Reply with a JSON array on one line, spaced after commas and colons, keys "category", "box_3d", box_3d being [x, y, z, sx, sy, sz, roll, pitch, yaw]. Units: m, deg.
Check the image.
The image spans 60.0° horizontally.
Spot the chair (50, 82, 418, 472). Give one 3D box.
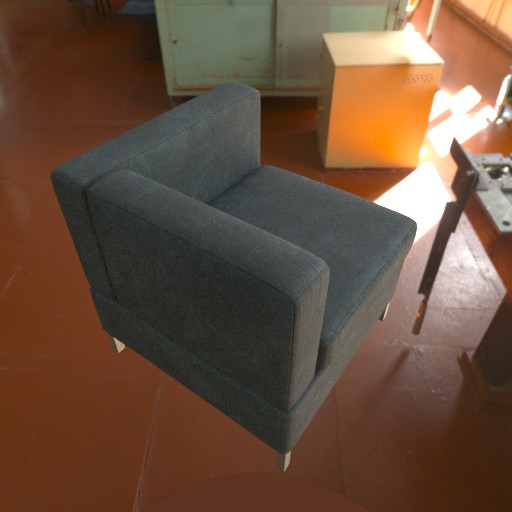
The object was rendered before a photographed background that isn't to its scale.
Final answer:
[{"category": "chair", "box_3d": [0.000, 0.000, 1.226, 0.680, 0.660, 0.680, 26, 48, 26]}]
